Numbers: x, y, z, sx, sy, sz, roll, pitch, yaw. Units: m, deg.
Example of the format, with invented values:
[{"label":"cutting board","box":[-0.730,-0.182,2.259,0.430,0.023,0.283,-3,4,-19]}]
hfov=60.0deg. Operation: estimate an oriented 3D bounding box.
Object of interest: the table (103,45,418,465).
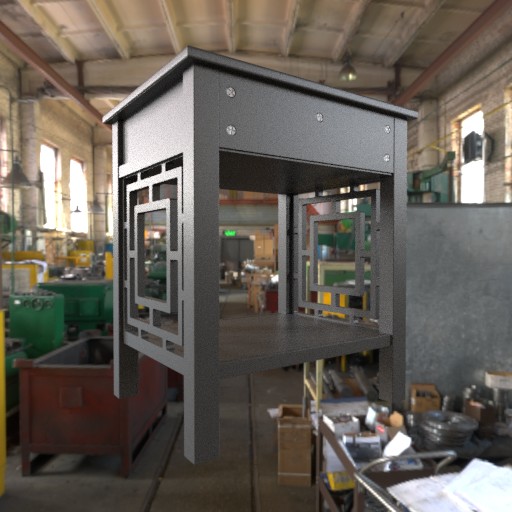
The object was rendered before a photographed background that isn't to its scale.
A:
[{"label":"table","box":[0.000,0.000,1.013,0.564,0.646,0.451,-1,1,-35]}]
